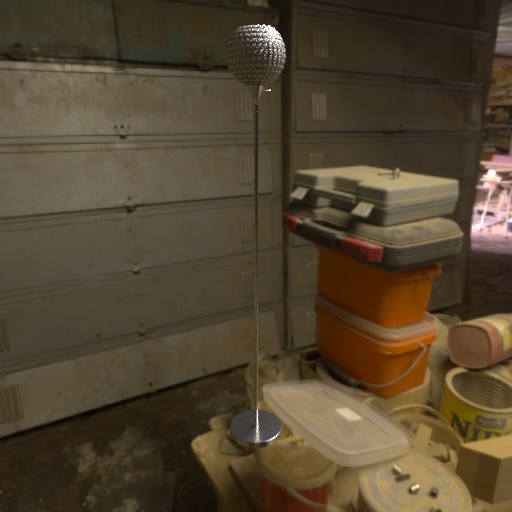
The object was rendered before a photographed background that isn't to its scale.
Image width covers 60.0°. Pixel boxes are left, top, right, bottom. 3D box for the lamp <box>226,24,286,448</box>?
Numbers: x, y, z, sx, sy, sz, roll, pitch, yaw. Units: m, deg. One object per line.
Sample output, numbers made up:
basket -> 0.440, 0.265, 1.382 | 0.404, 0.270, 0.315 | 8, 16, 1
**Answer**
lamp -> 0.000, 0.000, 1.940 | 0.254, 1.805, 0.254 | 0, 17, 0
